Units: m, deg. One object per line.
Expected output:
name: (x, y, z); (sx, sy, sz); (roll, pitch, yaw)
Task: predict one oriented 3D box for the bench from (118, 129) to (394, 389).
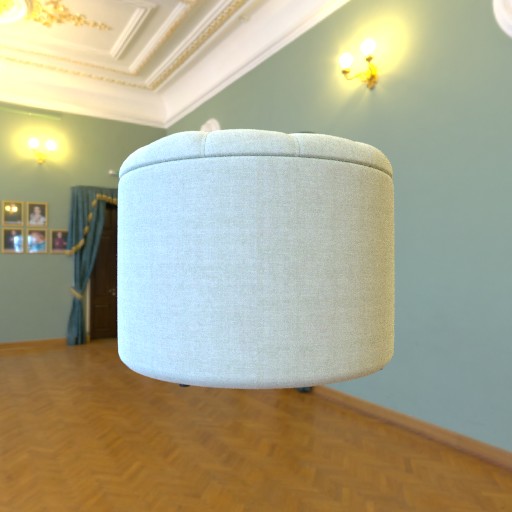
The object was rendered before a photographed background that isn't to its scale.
bench: (0.000, 0.000, 1.007); (0.600, 0.453, 0.600); (0, -1, 0)
